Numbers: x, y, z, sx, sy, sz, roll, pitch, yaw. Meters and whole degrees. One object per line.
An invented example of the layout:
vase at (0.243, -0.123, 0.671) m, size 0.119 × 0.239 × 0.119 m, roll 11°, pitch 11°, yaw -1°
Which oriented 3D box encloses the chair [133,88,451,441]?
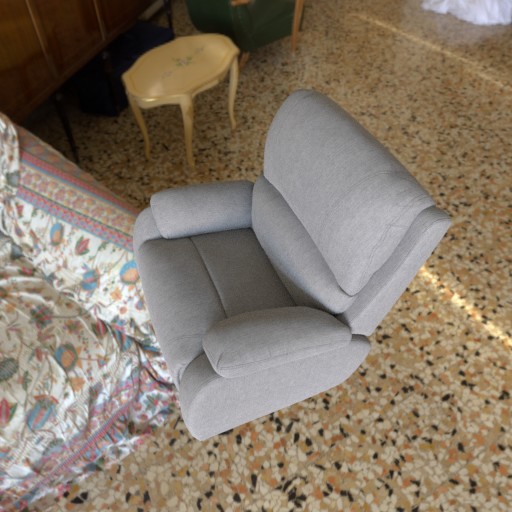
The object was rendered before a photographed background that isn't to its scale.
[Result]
chair at (0.000, 0.000, 1.734) m, size 0.899 × 1.011 × 0.930 m, roll -17°, pitch 50°, yaw -15°
